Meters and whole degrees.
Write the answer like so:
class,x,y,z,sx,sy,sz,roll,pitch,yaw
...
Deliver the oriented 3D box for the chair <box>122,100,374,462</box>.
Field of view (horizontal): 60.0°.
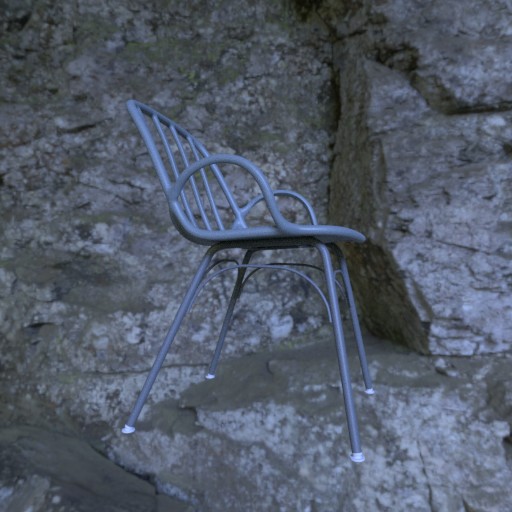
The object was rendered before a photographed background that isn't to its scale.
class,x,y,z,sx,sy,sz,roll,pitch,yaw
chair,0.000,0.000,1.194,0.597,0.816,0.549,0,0,17
